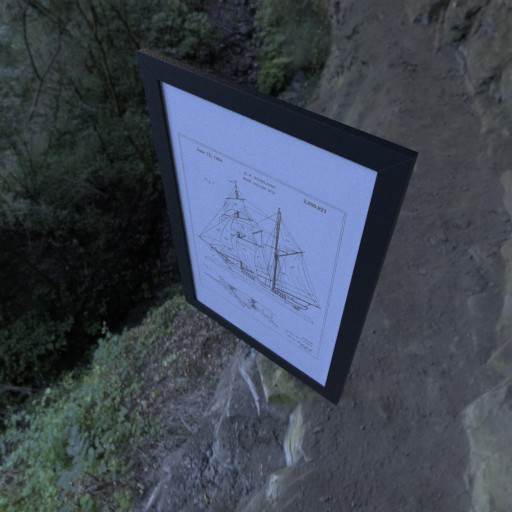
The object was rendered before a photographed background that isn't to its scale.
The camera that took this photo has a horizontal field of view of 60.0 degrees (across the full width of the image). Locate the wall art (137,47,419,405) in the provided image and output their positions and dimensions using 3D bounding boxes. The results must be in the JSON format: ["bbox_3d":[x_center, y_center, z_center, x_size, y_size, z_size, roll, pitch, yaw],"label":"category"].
[{"bbox_3d":[0.000,0.000,0.689,0.381,0.534,0.013,30,54,25],"label":"wall art"}]
